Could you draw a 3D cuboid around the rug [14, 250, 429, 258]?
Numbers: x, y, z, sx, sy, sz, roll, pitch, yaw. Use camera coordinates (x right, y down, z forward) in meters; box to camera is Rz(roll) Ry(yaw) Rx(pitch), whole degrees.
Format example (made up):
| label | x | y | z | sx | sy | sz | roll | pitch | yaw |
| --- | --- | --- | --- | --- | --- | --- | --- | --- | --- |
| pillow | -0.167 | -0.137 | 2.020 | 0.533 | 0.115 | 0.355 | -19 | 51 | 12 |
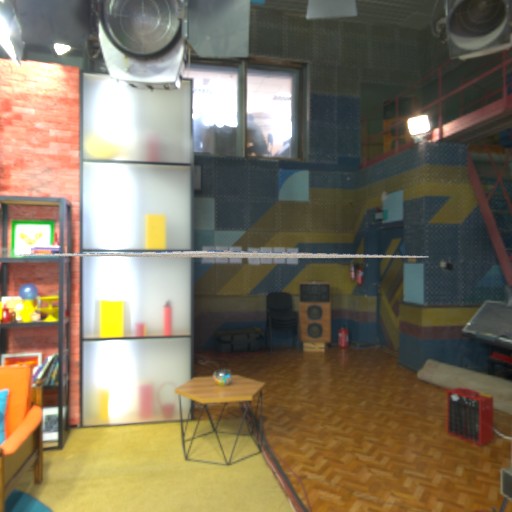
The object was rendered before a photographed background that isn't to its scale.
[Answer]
| label | x | y | z | sx | sy | sz | roll | pitch | yaw |
| --- | --- | --- | --- | --- | --- | --- | --- | --- | --- |
| rug | 0.000 | 0.000 | 2.963 | 1.520 | 0.011 | 2.447 | 0 | -1 | 38 |
